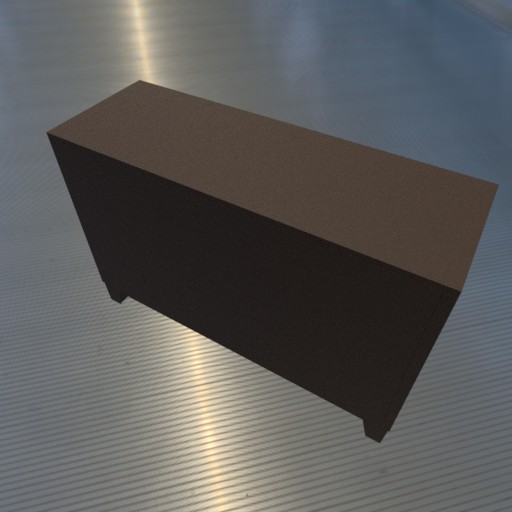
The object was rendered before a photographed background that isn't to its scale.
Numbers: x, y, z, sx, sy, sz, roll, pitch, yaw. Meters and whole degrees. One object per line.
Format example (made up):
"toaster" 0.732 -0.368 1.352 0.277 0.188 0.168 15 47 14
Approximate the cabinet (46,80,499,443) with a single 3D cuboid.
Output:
"cabinet" 0.000 0.000 1.750 1.396 0.914 0.482 23 50 21
